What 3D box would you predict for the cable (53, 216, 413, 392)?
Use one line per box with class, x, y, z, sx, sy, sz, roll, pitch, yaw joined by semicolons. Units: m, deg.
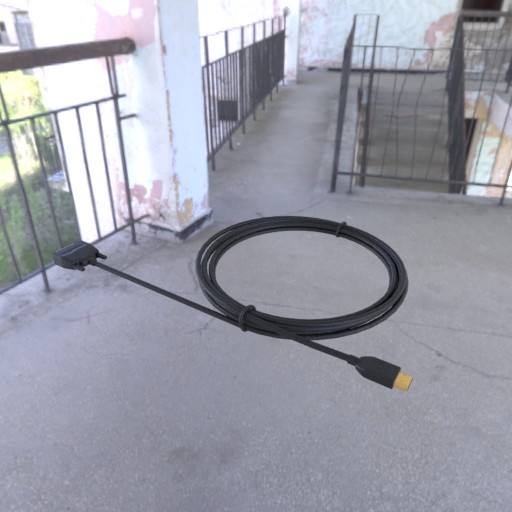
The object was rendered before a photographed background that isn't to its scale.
cable;0.000;0.000;0.521;0.422;0.030;0.257;18;35;28
